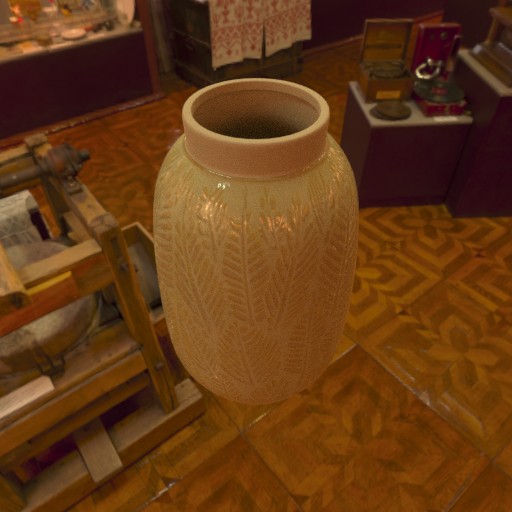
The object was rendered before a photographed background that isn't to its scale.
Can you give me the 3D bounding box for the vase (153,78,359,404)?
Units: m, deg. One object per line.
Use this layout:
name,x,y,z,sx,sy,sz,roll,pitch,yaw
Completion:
vase,0.000,0.000,0.383,0.172,0.270,0.172,0,44,0
